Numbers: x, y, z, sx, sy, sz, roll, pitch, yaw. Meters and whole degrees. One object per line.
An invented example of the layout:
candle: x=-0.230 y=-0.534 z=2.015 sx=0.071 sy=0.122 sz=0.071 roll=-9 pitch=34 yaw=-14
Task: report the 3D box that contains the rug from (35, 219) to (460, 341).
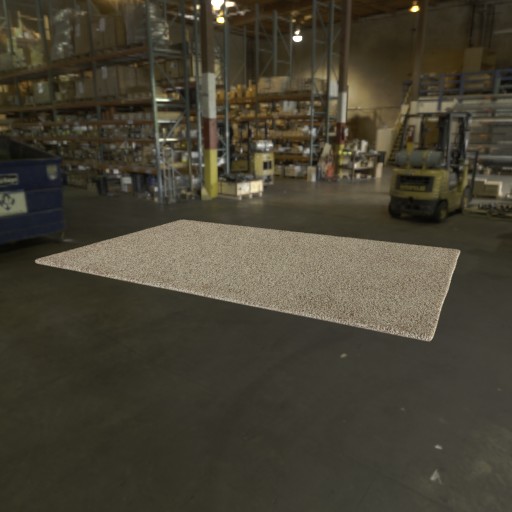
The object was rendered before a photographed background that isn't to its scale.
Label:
rug: x=0.000 y=0.000 z=3.386 sx=2.743 sy=0.030 sz=1.778 roll=8 pitch=17 yaw=27
